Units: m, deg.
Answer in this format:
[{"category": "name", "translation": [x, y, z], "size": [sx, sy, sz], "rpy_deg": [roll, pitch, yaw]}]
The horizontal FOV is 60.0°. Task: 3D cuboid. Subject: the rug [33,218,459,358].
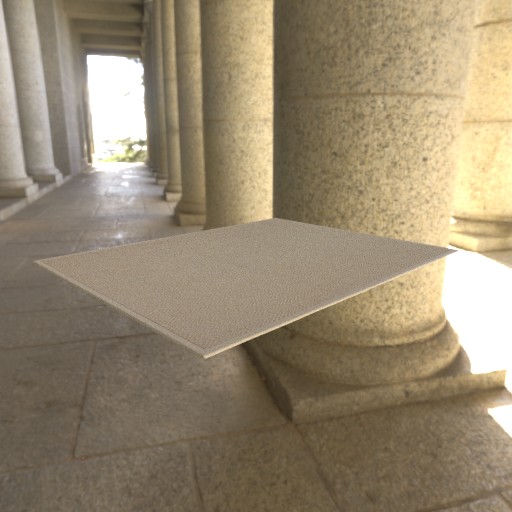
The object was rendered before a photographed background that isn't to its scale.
[{"category": "rug", "translation": [0.000, 0.000, 4.007], "size": [3.051, 0.020, 2.407], "rpy_deg": [-14, 20, -42]}]
